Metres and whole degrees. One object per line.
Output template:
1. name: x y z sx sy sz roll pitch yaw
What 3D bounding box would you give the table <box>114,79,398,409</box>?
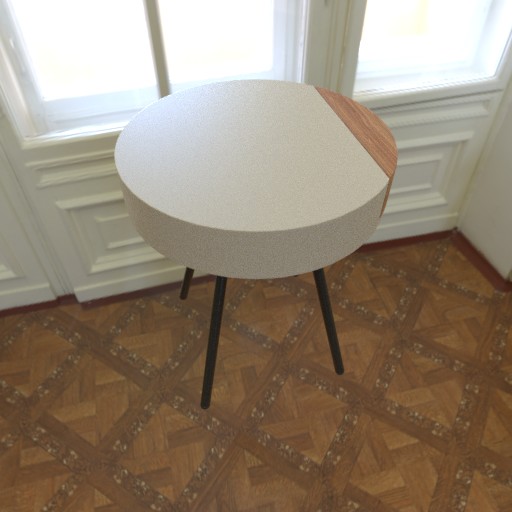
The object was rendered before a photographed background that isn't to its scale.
1. table: 0.000 0.000 0.881 0.450 0.525 0.450 0 45 0
